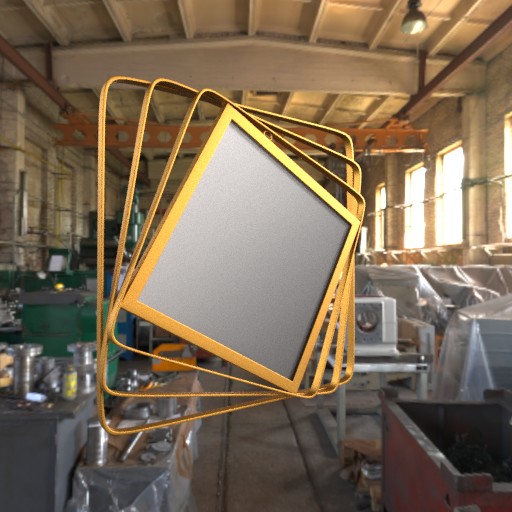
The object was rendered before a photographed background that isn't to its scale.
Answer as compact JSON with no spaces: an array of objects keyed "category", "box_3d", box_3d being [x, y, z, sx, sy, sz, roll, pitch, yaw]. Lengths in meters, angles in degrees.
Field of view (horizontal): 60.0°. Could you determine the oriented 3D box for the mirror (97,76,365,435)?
[{"category":"mirror","box_3d":[0.000,0.000,0.681,0.470,0.468,0.045,1,-1,-36]}]
